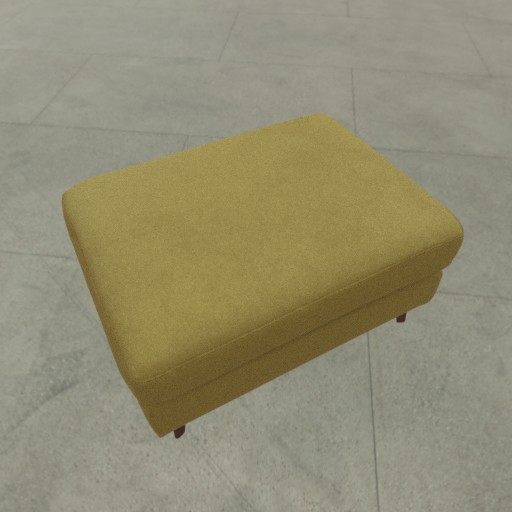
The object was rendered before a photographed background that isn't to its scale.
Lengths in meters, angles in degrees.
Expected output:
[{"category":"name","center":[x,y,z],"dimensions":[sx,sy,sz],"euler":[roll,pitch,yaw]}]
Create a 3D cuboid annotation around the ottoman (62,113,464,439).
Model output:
[{"category":"ottoman","center":[0.000,0.000,1.153],"dimensions":[0.811,0.449,0.608],"euler":[-22,51,-19]}]
